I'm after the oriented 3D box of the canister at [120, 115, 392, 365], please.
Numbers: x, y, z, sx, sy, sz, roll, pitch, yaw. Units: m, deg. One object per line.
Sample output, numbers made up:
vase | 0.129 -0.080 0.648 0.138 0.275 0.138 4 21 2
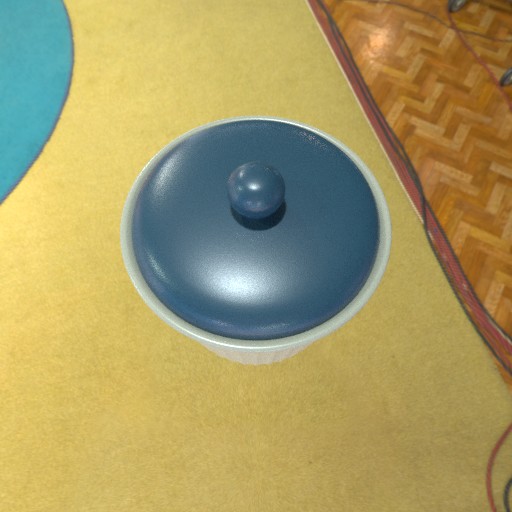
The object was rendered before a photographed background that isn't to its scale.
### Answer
canister | 0.000 0.000 0.350 0.181 0.211 0.181 0 64 0
